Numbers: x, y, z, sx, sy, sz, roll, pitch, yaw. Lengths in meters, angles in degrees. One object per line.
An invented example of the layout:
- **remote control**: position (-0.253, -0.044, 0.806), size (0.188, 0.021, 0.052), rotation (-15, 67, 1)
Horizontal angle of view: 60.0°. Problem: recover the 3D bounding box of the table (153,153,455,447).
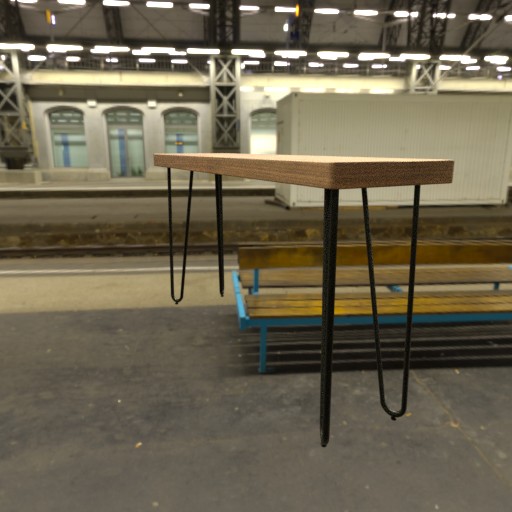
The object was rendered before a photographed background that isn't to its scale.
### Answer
- **table**: position (0.000, 0.000, 1.890), size (0.425, 0.834, 1.570), rotation (-7, 16, -27)
